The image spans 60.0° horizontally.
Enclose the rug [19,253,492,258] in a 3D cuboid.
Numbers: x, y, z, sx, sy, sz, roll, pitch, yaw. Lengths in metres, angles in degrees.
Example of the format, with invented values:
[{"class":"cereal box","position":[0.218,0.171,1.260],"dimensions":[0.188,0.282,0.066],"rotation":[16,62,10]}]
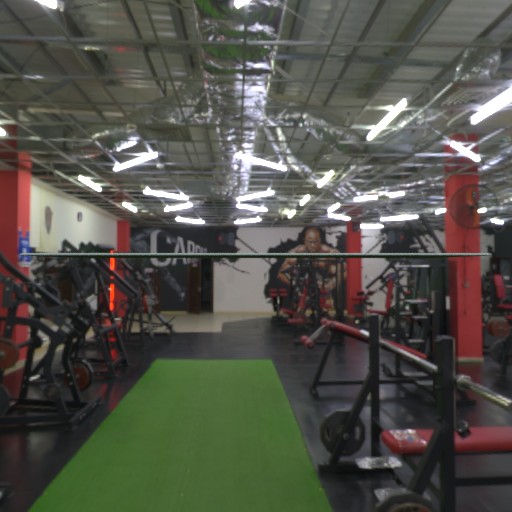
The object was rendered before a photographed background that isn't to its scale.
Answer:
[{"class":"rug","position":[0.000,0.000,2.387],"dimensions":[2.196,0.011,0.662],"rotation":[0,-1,0]}]
